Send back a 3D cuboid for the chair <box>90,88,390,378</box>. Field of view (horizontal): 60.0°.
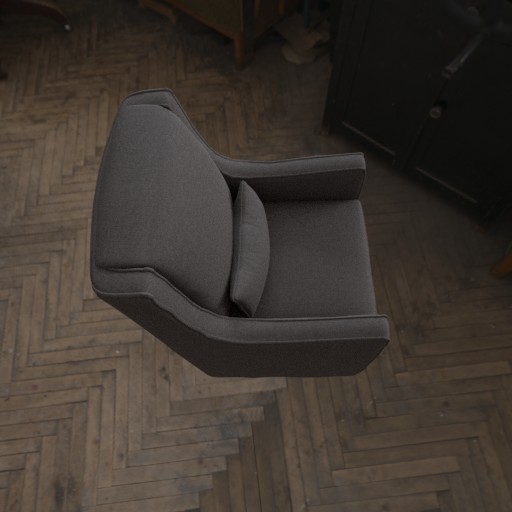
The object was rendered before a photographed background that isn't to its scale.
[{"bbox_3d":[0.000,0.000,1.627,0.879,0.993,0.732,0,64,0],"label":"chair"}]
